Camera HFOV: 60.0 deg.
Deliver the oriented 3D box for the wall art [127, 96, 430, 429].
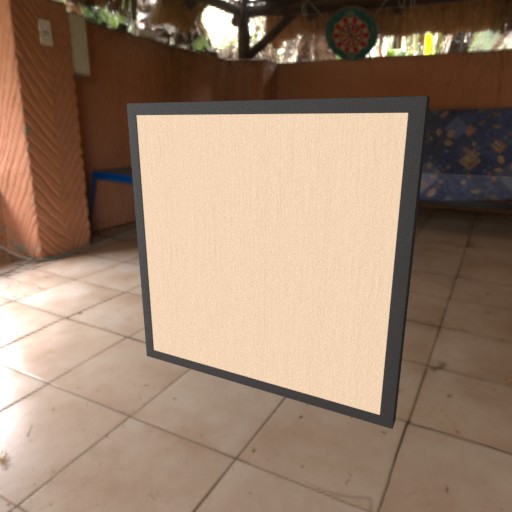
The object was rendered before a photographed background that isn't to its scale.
[{"bbox_3d":[0.000,0.000,0.459,0.306,0.304,0.015,9,19,26],"label":"wall art"}]
